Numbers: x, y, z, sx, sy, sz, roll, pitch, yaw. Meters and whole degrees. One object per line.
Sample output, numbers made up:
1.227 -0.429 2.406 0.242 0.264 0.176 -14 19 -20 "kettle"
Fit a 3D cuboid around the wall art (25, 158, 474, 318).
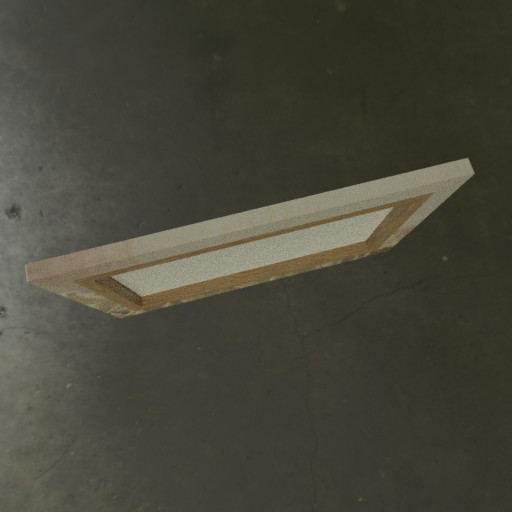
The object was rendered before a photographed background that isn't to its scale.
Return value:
0.000 0.000 1.177 0.916 0.608 0.040 -14 76 -4 "wall art"
